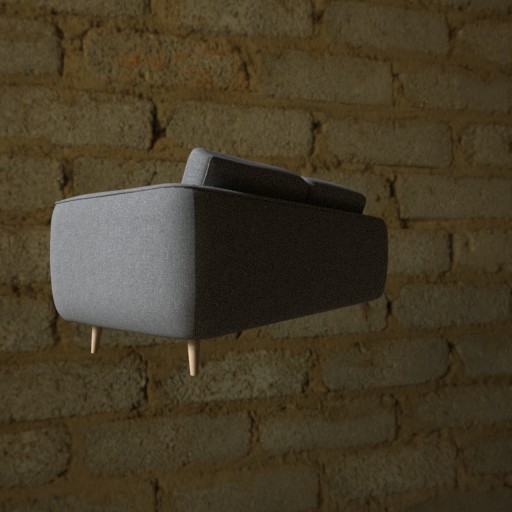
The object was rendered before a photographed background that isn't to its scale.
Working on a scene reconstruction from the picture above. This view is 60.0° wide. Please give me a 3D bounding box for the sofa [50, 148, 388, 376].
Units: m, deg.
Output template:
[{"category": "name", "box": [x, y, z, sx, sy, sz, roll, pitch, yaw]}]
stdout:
[{"category": "sofa", "box": [0.000, 0.000, 2.478, 0.920, 0.870, 2.000, 0, 0, 36]}]
